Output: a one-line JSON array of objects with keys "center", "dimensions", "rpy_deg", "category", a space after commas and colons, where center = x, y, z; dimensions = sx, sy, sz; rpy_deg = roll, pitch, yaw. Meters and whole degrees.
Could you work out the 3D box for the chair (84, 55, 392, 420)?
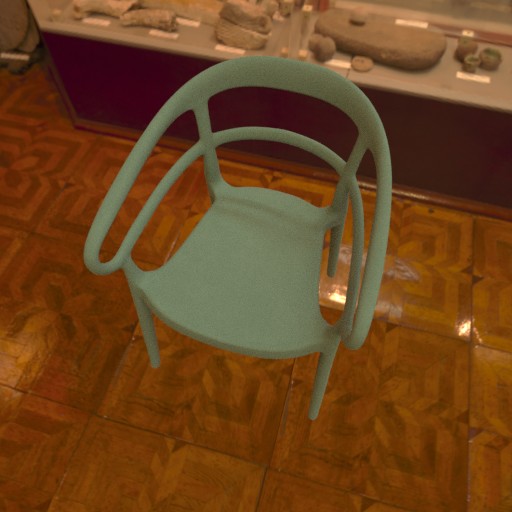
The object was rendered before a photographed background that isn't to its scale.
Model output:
[{"center": [0.000, 0.000, 1.122], "dimensions": [0.559, 0.761, 0.527], "rpy_deg": [15, 58, 10], "category": "chair"}]
